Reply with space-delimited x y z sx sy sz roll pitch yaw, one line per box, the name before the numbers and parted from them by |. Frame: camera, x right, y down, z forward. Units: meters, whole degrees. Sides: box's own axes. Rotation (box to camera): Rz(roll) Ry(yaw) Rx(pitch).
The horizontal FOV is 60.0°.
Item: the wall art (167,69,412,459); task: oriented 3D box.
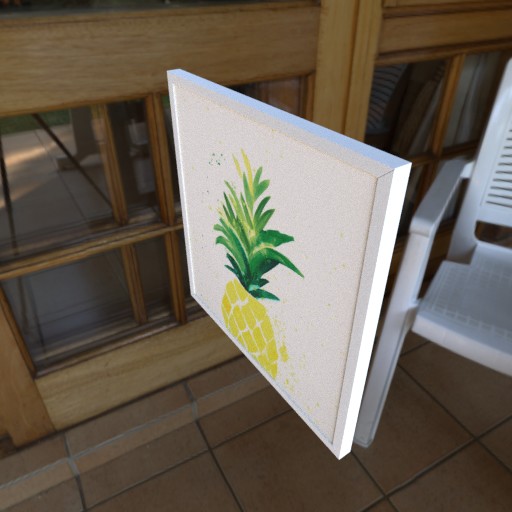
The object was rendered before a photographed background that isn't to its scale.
wall art | 0.000 0.000 1.130 0.038 0.761 0.763 -22 40 -28
